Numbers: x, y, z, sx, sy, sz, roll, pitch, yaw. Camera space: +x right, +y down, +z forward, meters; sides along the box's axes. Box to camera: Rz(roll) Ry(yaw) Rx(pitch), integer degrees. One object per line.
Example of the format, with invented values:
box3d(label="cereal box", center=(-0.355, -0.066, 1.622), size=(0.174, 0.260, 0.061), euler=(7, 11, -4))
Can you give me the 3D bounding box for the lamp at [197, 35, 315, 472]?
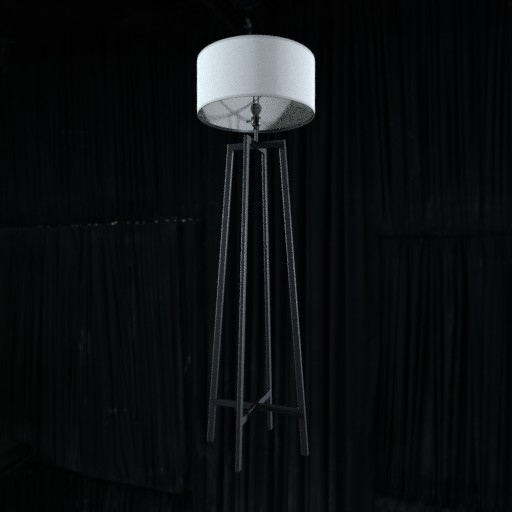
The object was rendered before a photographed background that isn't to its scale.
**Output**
box3d(label="lamp", center=(0.000, 0.000, 1.744), size=(0.456, 1.510, 0.457), euler=(0, 0, 18))
